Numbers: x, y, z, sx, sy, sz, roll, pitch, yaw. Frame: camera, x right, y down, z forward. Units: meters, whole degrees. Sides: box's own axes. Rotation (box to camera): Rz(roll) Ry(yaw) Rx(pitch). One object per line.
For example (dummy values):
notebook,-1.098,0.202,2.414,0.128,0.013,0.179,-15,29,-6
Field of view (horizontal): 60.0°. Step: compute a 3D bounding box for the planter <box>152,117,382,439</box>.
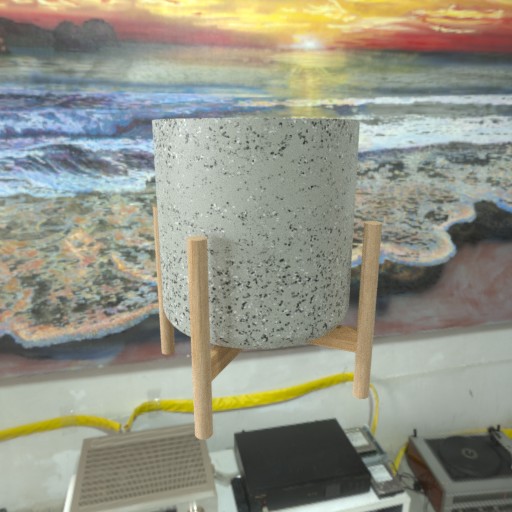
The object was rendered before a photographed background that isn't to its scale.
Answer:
planter,0.000,0.000,0.718,0.360,0.419,0.360,-15,21,-42
